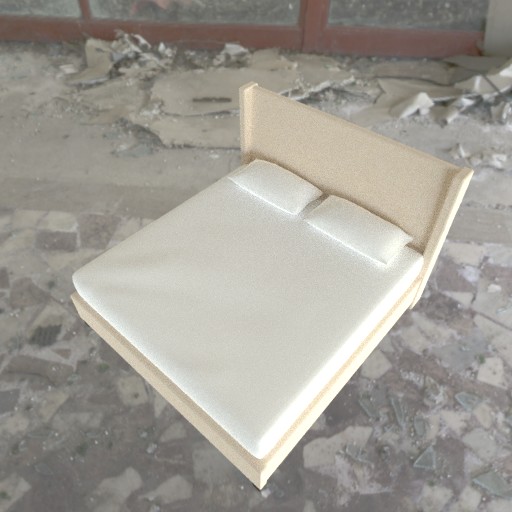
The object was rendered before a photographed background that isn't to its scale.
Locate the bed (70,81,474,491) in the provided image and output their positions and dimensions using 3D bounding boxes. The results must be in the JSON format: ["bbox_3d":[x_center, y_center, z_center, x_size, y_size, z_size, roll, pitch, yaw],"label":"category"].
[{"bbox_3d":[0.000,0.000,3.582,2.145,1.471,2.293,33,54,27],"label":"bed"}]
